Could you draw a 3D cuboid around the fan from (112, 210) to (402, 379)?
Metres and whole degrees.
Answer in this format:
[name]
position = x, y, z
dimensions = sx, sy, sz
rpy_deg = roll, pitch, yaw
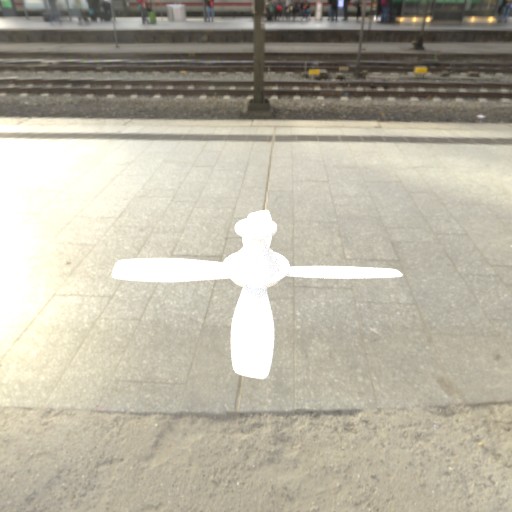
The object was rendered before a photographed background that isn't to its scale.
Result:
[fan]
position = 0.000, 0.000, 2.564
dimensions = 1.694, 0.382, 1.693
rpy_deg = 1, 30, 1
